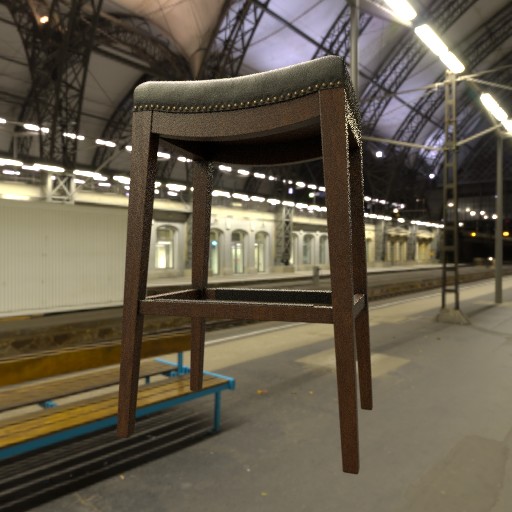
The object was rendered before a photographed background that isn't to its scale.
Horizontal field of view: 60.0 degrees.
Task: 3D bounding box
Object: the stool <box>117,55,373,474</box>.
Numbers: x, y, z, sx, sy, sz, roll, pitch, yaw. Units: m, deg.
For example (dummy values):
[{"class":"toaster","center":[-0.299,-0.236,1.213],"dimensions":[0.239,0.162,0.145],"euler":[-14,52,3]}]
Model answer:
[{"class":"stool","center":[0.000,0.000,1.024],"dimensions":[0.500,0.765,0.361],"euler":[0,0,19]}]
